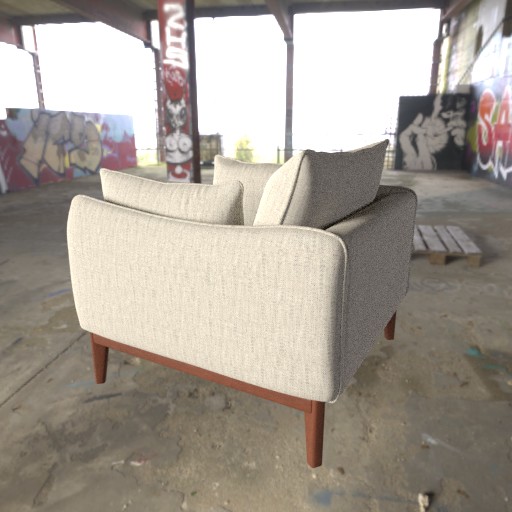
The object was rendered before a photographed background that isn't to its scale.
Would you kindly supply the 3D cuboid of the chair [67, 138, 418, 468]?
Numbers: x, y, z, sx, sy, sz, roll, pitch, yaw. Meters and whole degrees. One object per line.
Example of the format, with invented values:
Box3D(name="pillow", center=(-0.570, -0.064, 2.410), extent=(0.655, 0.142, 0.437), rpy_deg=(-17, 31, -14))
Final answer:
Box3D(name="chair", center=(0.000, 0.000, 1.684), extent=(0.991, 0.855, 0.994), rpy_deg=(9, 19, 28))
